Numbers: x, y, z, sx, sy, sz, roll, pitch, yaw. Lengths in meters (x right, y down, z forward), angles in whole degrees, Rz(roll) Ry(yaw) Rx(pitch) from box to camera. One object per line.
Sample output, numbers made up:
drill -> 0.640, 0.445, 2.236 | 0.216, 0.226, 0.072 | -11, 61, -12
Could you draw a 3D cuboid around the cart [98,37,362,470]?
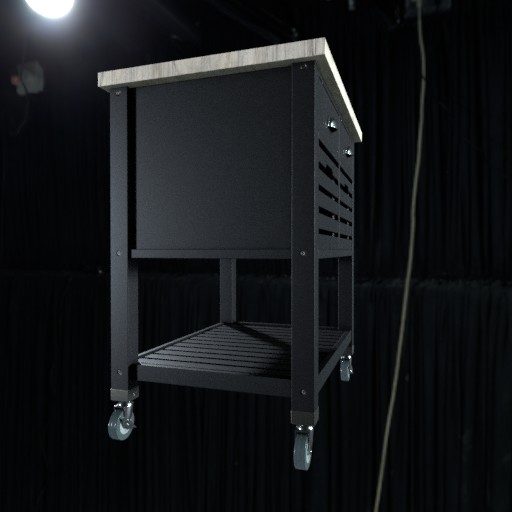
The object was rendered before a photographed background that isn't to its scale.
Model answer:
cart -> 0.000, 0.000, 1.385 | 0.567, 0.920, 0.797 | 0, 1, 19
